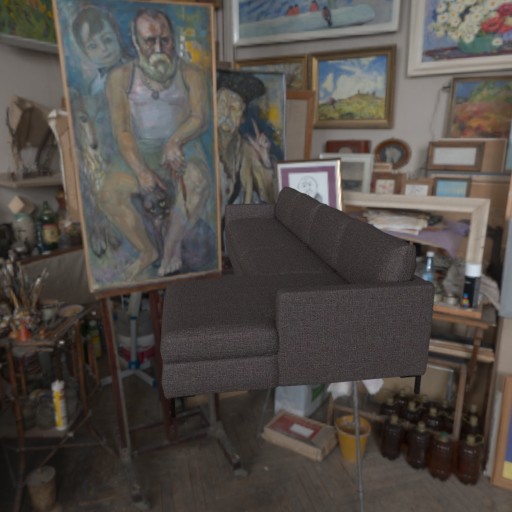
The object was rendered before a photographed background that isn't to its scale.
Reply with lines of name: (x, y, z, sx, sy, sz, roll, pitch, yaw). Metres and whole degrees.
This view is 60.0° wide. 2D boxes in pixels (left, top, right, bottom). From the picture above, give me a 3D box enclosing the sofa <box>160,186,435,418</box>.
sofa: (0.000, 0.000, 3.826, 1.483, 0.892, 3.221, -2, 15, -8)
